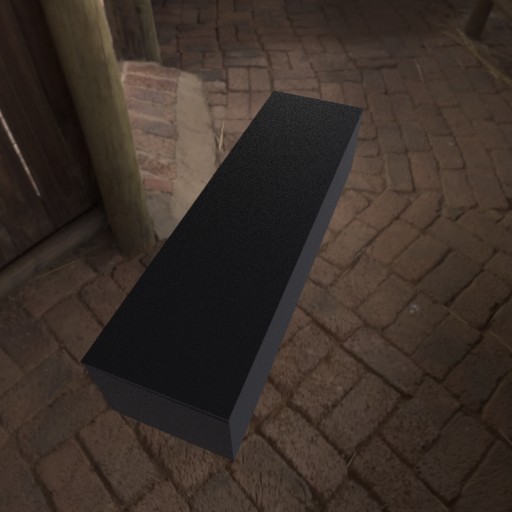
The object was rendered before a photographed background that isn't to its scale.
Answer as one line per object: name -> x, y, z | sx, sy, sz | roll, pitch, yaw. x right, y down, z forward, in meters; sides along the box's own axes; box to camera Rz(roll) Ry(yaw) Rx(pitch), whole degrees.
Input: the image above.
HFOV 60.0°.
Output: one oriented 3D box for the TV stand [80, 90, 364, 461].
TV stand -> 0.000, 0.000, 1.574 | 0.390, 0.518, 1.312 | 17, 51, 14
